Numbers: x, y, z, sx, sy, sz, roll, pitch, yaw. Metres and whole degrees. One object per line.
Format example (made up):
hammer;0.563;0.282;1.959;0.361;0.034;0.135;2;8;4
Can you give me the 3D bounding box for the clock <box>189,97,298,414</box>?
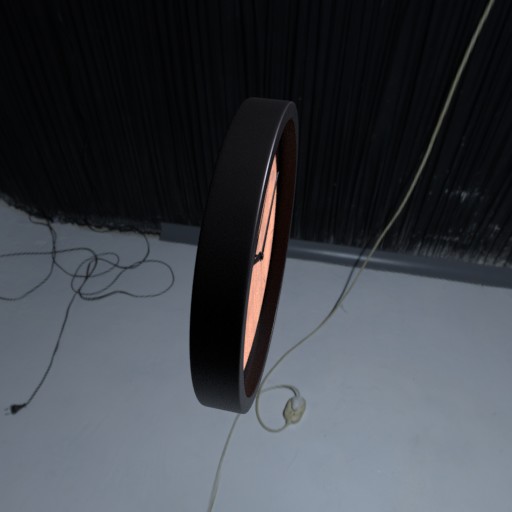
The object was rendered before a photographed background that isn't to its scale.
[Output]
clock;0.000;0.000;0.468;0.040;0.314;0.314;9;47;8
